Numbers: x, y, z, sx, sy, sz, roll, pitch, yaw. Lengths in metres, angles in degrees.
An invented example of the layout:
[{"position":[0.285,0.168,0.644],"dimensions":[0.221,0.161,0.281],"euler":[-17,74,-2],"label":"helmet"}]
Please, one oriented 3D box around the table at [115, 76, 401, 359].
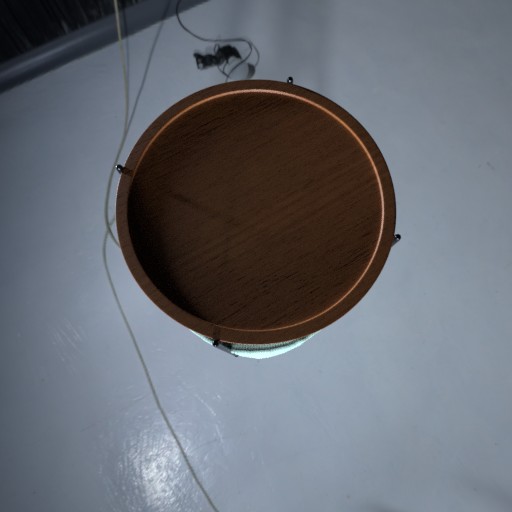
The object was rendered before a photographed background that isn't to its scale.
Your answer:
[{"position":[0.000,0.000,0.907],"dimensions":[0.400,0.623,0.400],"euler":[-29,78,-7],"label":"table"}]
